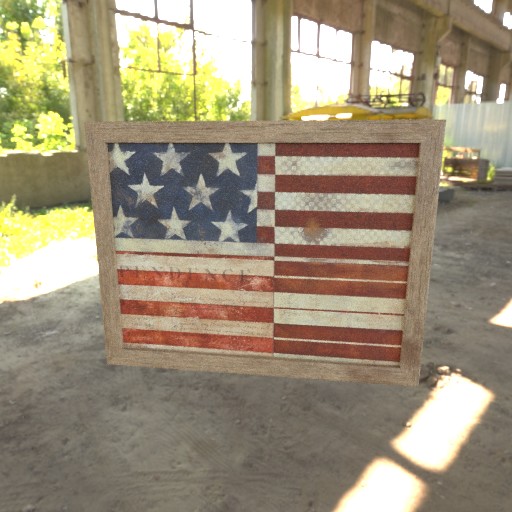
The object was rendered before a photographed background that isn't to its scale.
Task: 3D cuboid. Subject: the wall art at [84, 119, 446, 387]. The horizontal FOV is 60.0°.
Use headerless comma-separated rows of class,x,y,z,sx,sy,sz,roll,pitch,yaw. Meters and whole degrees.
wall art,0.000,0.000,0.917,0.690,0.535,0.026,2,15,8
